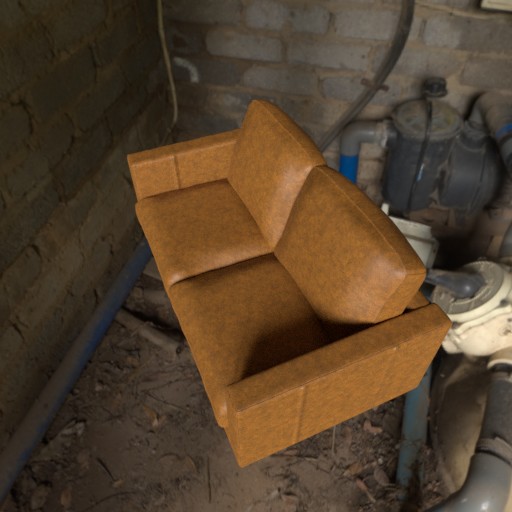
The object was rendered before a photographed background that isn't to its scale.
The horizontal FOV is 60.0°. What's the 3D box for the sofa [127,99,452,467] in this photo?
[{"bbox_3d":[0.000,0.000,2.162,0.909,0.951,1.578,-18,49,-16],"label":"sofa"}]
